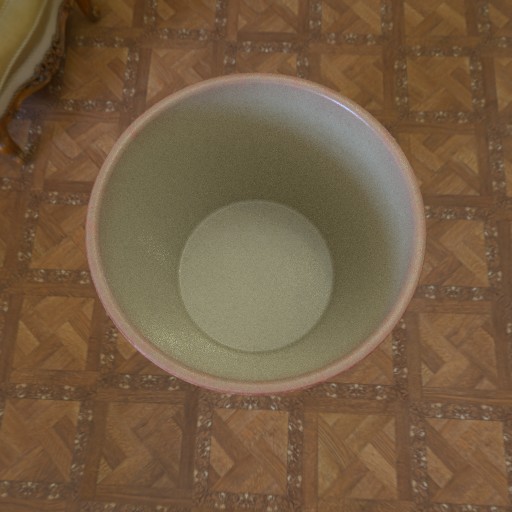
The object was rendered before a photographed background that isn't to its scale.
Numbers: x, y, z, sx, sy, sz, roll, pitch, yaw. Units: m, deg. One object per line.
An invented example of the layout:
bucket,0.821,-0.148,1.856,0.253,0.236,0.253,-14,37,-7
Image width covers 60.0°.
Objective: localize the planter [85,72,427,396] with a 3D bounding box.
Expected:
planter,0.000,0.000,0.468,0.273,0.237,0.273,0,75,0
